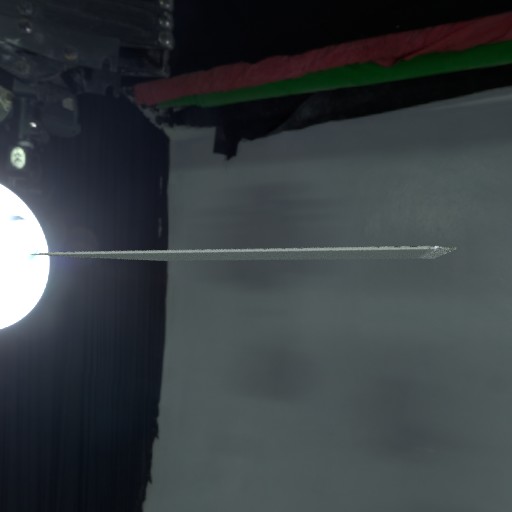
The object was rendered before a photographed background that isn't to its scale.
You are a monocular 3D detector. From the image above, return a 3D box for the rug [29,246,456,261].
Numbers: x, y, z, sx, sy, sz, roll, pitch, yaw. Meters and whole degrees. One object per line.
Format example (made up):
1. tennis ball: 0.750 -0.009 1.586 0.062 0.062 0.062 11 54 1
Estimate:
1. rug: 0.000 0.000 2.356 1.847 0.014 1.230 -1 -2 18
